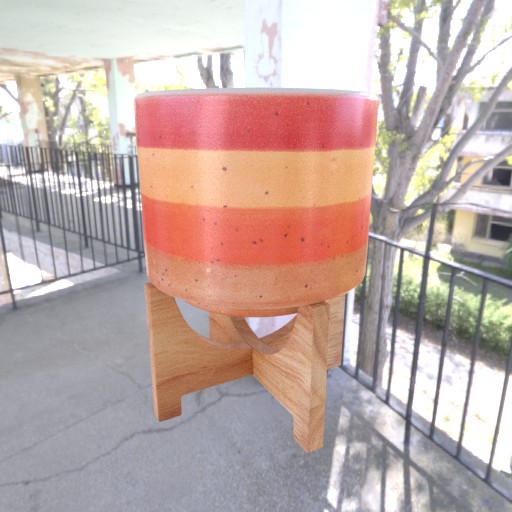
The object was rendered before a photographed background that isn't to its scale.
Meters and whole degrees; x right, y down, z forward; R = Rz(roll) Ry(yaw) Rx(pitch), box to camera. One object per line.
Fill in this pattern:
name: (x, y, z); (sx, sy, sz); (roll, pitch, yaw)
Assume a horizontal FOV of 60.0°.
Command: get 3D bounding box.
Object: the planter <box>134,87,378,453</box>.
planter: (0.000, 0.000, 0.395); (0.199, 0.268, 0.199); (0, 17, 0)
